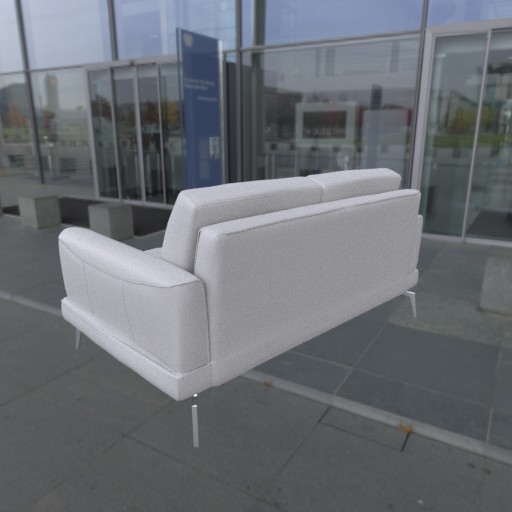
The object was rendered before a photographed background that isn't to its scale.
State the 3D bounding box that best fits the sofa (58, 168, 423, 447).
[{"bbox_3d":[0.000,0.000,2.449,1.819,0.930,1.121,-15,22,-42],"label":"sofa"}]
